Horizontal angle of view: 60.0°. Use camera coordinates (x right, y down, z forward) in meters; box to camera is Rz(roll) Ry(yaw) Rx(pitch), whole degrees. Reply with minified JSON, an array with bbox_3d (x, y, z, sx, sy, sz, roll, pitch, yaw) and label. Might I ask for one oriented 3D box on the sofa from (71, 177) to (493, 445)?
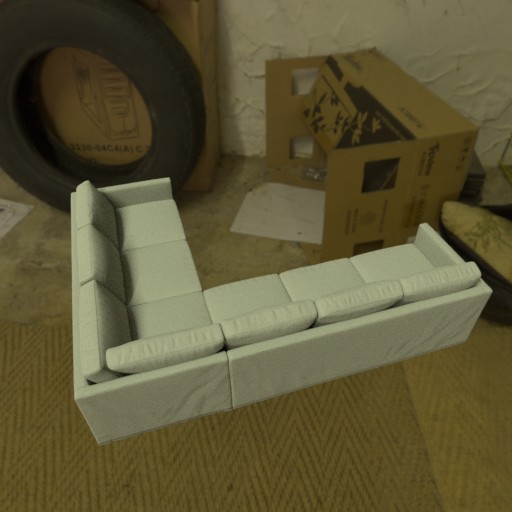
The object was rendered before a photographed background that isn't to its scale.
[{"bbox_3d":[0.000,0.000,4.159,3.182,0.871,2.432,-12,44,-13],"label":"sofa"}]
